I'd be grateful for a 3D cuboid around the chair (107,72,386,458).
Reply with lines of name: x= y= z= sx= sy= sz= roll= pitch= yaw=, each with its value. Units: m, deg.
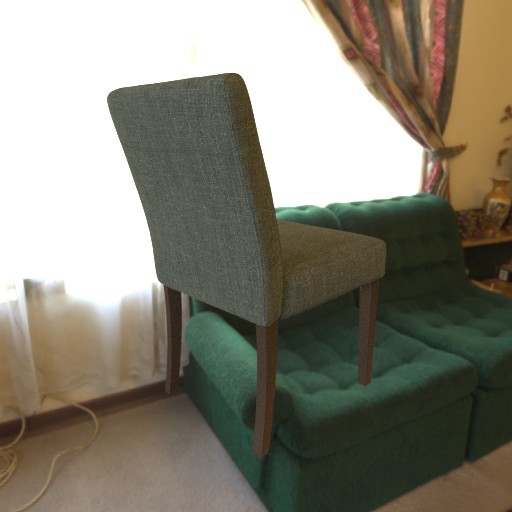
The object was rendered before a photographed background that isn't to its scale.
chair: x=0.000 y=0.000 z=1.245 sx=0.629 sy=0.884 sz=0.487 roll=-15 pitch=22 yaw=-43
